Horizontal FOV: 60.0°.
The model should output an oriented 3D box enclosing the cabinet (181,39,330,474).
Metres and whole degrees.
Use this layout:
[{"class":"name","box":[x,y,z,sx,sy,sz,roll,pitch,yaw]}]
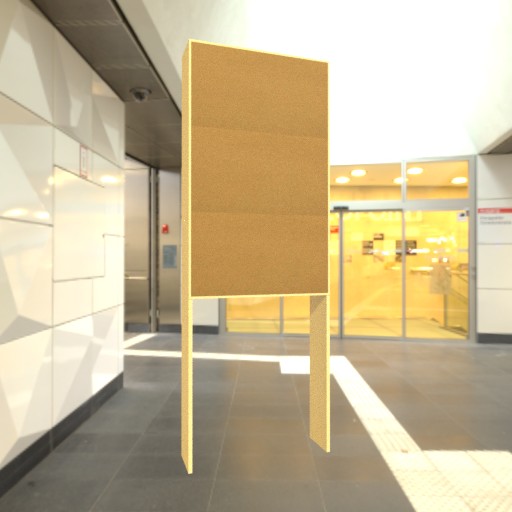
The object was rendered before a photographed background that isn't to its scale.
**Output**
[{"class":"cabinet","box":[0.000,0.000,1.996,0.643,1.770,0.192,0,0,-19]}]
